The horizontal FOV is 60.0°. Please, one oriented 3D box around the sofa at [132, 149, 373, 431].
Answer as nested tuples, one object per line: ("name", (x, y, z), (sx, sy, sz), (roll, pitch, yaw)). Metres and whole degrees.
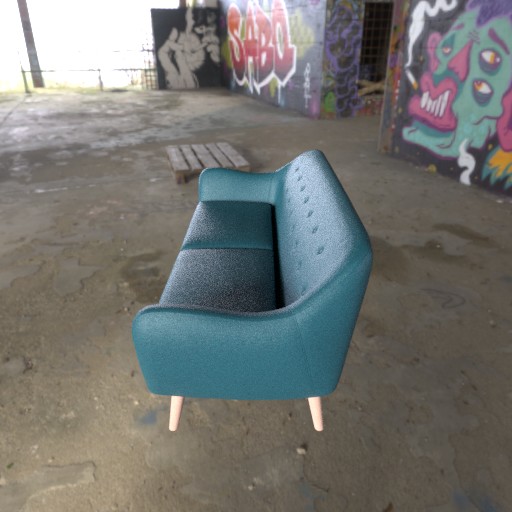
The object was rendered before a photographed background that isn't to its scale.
("sofa", (0.000, 0.000, 2.308), (0.820, 0.836, 1.840), (0, 26, 1))
